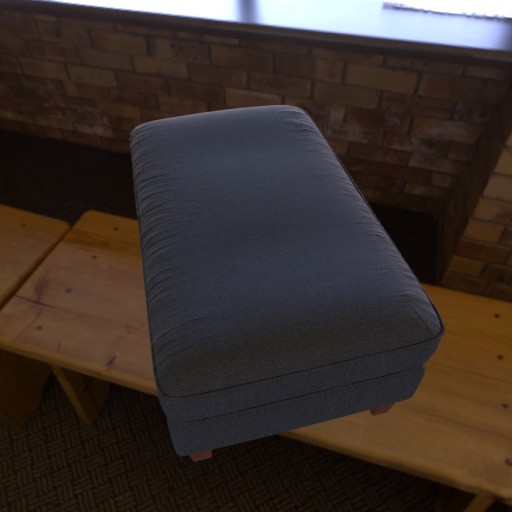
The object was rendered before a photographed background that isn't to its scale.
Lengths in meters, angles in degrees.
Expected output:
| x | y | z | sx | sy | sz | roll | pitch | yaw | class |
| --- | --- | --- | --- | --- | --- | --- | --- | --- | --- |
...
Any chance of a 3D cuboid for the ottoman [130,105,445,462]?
| x | y | z | sx | sy | sz | roll | pitch | yaw | class |
| --- | --- | --- | --- | --- | --- | --- | --- | --- | --- |
| 0.000 | 0.000 | 1.174 | 0.570 | 0.438 | 0.885 | -10 | 48 | -10 | ottoman |
